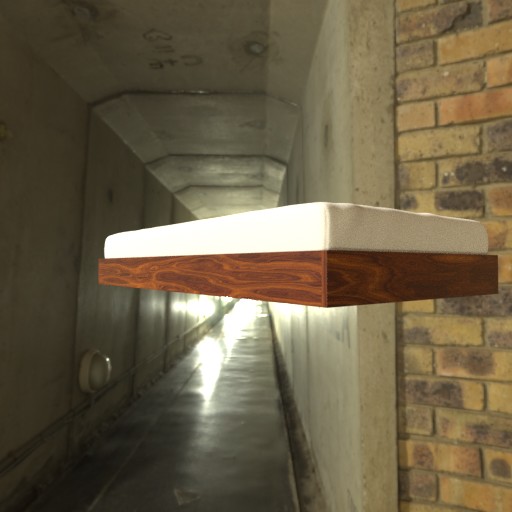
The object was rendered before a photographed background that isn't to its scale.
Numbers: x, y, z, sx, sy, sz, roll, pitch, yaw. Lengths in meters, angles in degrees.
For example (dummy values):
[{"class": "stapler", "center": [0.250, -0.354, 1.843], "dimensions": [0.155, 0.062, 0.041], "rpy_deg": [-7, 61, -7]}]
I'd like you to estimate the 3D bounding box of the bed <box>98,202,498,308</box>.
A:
[{"class": "bed", "center": [0.000, 0.000, 2.173], "dimensions": [0.940, 0.312, 1.860], "rpy_deg": [1, -2, -37]}]
